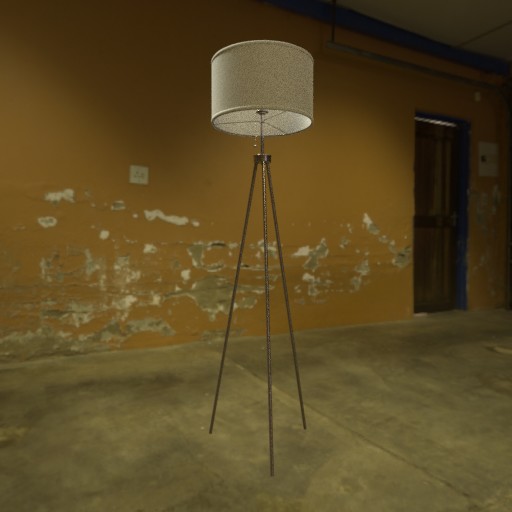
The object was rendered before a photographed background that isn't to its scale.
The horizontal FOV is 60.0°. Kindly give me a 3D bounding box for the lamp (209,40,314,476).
[{"bbox_3d":[0.000,0.000,1.796,0.458,1.545,0.448,0,1,18],"label":"lamp"}]
